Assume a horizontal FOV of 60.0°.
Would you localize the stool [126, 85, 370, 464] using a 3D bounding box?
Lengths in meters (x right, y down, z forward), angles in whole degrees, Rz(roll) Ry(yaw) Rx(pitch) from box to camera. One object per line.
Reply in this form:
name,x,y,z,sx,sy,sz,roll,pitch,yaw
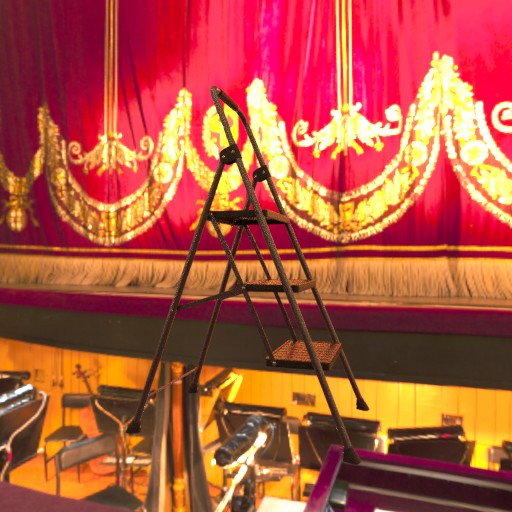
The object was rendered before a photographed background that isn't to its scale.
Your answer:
stool,0.000,0.000,1.521,0.733,1.121,0.473,0,0,17
